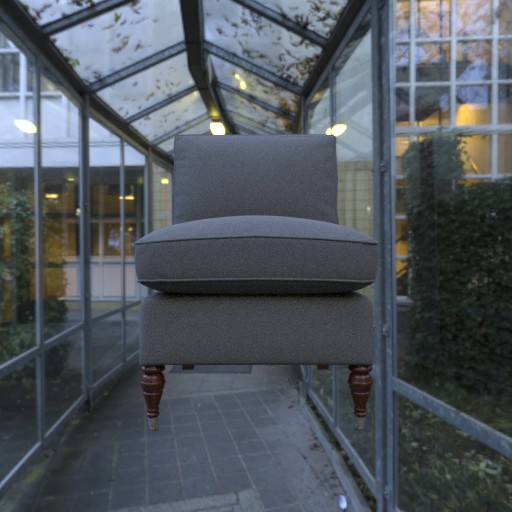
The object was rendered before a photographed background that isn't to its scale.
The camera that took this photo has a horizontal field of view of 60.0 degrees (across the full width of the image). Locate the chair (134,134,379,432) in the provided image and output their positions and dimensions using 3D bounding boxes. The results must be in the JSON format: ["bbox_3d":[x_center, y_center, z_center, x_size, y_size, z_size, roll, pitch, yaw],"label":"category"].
[{"bbox_3d":[0.000,0.000,1.678,0.724,1.045,0.924,0,1,0],"label":"chair"}]
